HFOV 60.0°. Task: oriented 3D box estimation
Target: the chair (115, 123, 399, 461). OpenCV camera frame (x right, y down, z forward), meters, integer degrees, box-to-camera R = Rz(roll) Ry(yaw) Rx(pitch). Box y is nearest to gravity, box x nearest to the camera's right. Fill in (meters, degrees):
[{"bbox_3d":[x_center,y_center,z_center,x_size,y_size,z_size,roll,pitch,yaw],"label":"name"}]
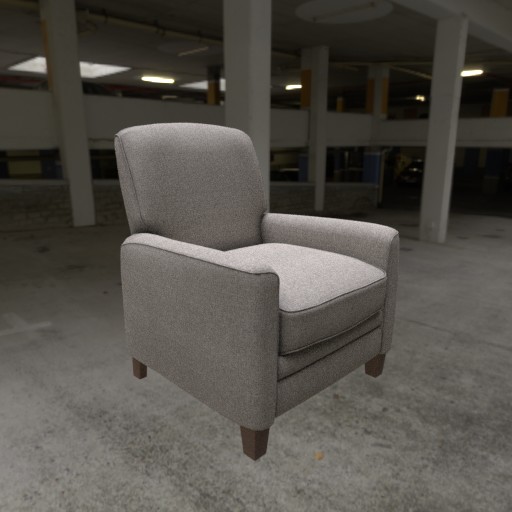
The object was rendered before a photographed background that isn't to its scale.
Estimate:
[{"bbox_3d":[0.000,0.000,1.723,0.848,1.014,0.864,-14,20,-43],"label":"chair"}]
